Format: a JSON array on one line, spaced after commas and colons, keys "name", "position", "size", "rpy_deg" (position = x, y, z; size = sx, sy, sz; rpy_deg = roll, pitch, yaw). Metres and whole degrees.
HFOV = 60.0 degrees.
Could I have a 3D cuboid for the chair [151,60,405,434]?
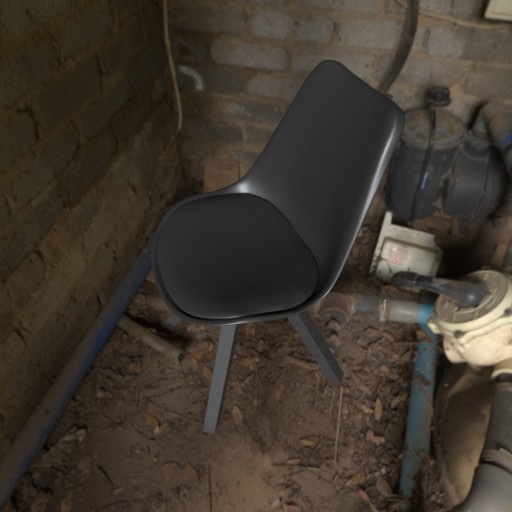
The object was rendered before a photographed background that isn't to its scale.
[{"name": "chair", "position": [0.000, 0.000, 1.159], "size": [0.530, 0.850, 0.485], "rpy_deg": [-17, 48, -16]}]
